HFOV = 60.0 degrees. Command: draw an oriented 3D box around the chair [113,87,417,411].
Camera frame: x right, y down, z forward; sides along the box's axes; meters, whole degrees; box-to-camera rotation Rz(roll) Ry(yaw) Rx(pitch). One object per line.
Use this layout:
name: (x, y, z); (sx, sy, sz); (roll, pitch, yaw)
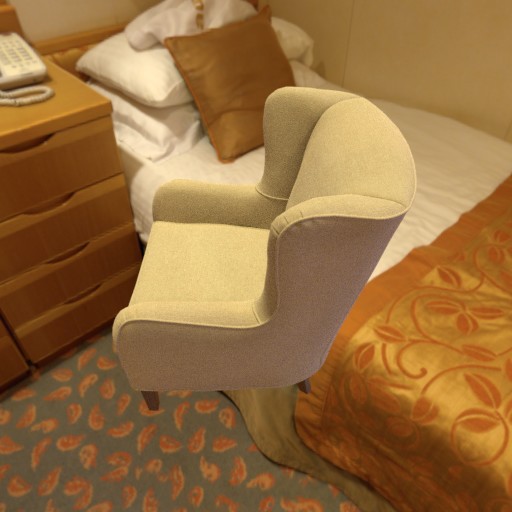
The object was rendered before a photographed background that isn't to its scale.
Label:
chair: (0.000, 0.000, 1.742); (0.966, 1.040, 0.838); (1, 43, 1)
